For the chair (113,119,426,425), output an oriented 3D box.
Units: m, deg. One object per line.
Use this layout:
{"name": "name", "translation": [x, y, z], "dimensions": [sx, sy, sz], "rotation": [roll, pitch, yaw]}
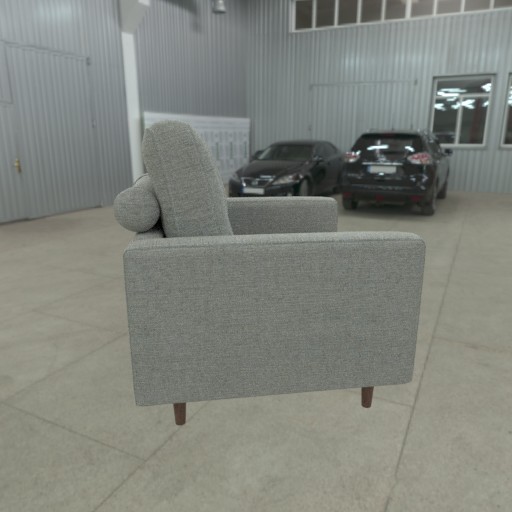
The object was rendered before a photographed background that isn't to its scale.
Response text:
{"name": "chair", "translation": [0.000, 0.000, 1.524], "dimensions": [0.843, 0.880, 0.821], "rotation": [-2, 15, -8]}
